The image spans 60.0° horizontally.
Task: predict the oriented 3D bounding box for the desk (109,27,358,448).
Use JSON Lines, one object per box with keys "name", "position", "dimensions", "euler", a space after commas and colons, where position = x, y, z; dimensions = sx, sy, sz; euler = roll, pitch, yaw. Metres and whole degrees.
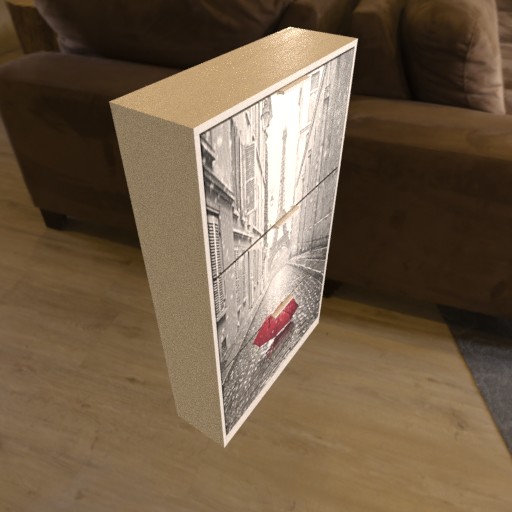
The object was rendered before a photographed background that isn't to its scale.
{"name": "desk", "position": [0.000, 0.000, 1.547], "dimensions": [0.250, 1.280, 0.750], "euler": [24, 46, 25]}
